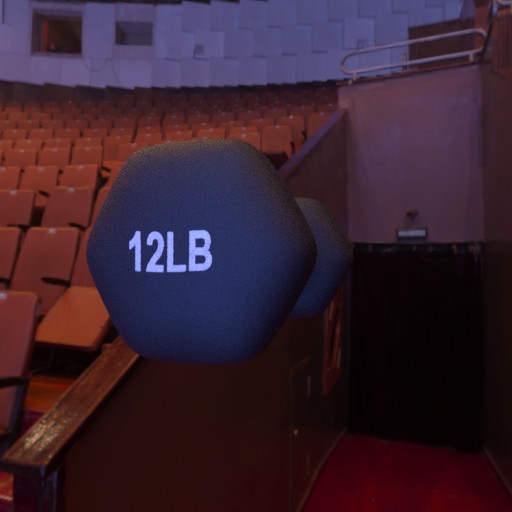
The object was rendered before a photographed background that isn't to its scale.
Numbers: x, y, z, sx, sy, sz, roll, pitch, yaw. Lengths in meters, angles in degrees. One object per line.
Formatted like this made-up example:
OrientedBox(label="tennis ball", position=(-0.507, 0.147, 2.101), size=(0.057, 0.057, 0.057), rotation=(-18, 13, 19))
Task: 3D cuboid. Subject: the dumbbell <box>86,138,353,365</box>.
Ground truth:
OrientedBox(label="dumbbell", position=(0.000, 0.000, 0.294), size=(0.112, 0.101, 0.231), rotation=(0, -1, 18))
